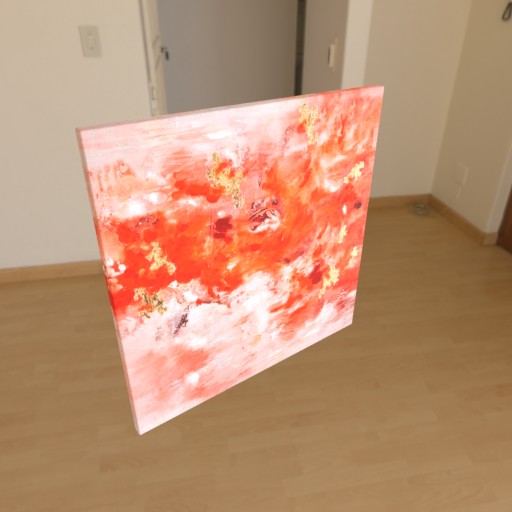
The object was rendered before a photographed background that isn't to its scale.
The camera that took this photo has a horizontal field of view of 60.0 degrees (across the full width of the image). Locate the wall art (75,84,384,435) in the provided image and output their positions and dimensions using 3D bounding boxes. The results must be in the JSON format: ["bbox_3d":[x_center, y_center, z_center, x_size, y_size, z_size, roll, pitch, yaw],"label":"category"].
[{"bbox_3d":[0.000,0.000,1.310,0.878,0.878,0.066,-20,35,-30],"label":"wall art"}]
